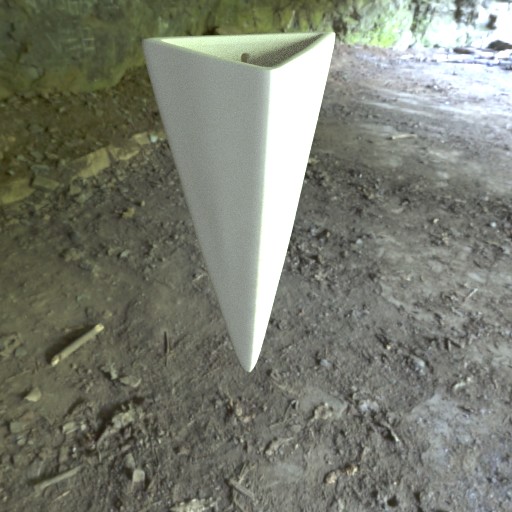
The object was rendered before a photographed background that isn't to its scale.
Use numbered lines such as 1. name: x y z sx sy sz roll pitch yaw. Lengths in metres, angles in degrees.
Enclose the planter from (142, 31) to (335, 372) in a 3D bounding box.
1. planter: 0.000 0.000 0.382 0.143 0.338 0.065 -10 34 -15
